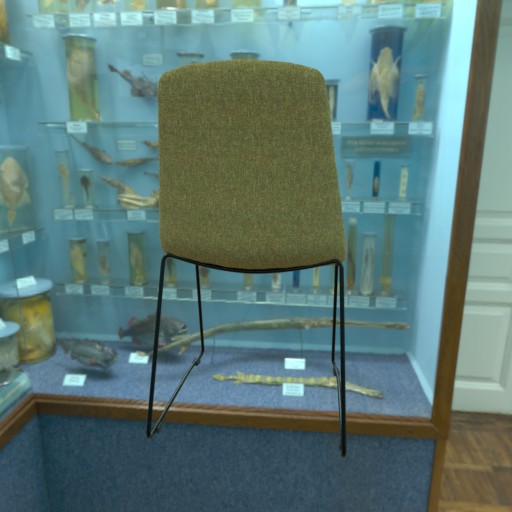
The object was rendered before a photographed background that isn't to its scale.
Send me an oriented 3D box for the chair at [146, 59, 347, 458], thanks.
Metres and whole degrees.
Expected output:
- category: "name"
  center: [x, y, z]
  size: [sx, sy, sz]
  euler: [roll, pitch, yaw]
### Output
- category: "chair"
  center: [0.000, 0.000, 1.127]
  size: [0.479, 0.849, 0.496]
  euler: [2, 15, 8]
